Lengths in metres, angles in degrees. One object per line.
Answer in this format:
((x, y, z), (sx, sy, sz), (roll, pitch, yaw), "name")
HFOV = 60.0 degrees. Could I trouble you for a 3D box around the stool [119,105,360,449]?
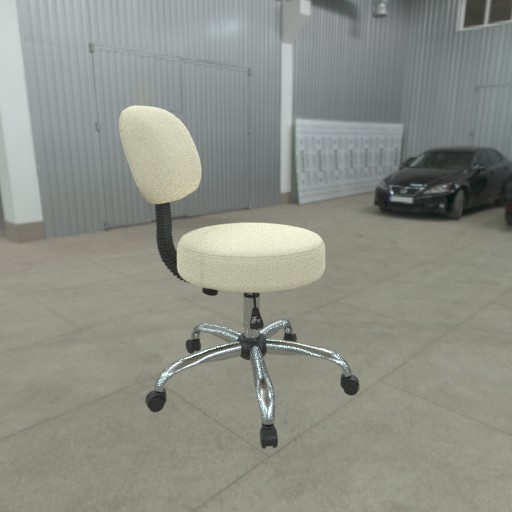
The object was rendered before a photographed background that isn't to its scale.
((0.000, 0.000, 1.255), (0.616, 0.810, 0.609), (3, 15, 10), "stool")
